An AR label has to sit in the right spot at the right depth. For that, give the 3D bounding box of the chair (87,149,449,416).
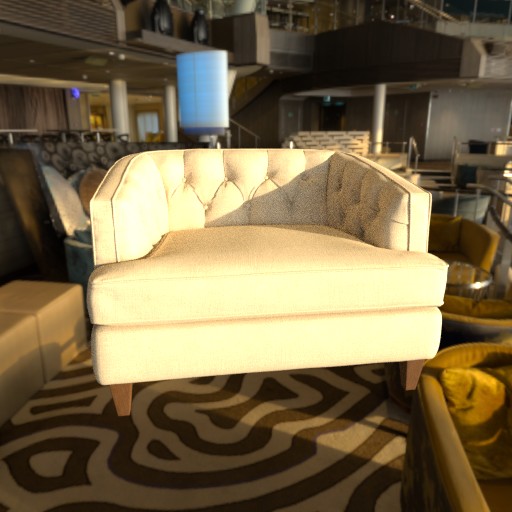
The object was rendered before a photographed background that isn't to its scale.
[{"bbox_3d":[0.000,0.000,1.727,1.118,0.787,0.914,-2,16,-8],"label":"chair"}]
